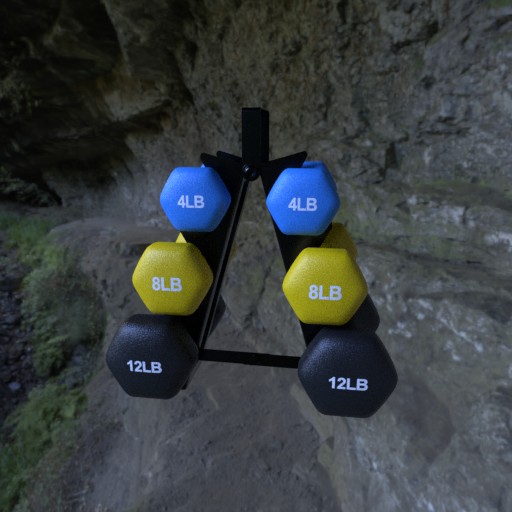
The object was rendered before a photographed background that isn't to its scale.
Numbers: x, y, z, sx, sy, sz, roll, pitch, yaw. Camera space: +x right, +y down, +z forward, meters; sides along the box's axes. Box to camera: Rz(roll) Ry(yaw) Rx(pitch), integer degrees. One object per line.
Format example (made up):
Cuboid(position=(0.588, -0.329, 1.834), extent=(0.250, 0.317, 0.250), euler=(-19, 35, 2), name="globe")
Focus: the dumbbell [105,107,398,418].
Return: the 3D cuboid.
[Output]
Cuboid(position=(0.000, 0.000, 0.676), extent=(0.409, 0.426, 0.255), euler=(2, 15, 9), name="dumbbell")
